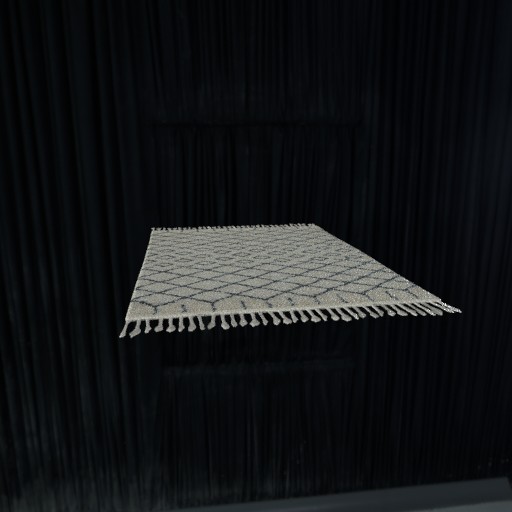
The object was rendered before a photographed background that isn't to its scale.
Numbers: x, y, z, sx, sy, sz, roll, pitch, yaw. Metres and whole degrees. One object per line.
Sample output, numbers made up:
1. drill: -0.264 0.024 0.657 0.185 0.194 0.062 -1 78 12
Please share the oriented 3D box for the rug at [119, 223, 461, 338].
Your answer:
1. rug: 0.000 0.000 3.303 1.664 0.029 2.615 -2 14 -9
